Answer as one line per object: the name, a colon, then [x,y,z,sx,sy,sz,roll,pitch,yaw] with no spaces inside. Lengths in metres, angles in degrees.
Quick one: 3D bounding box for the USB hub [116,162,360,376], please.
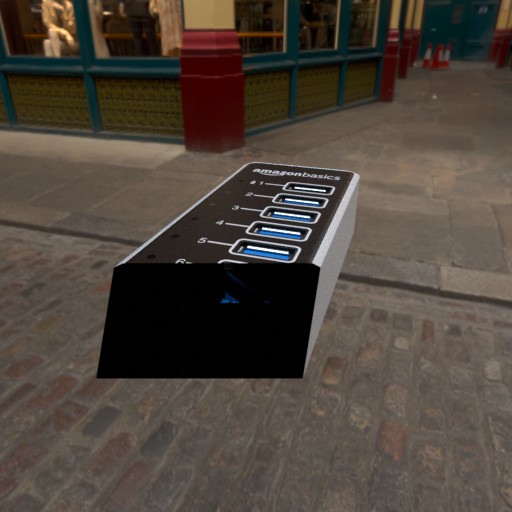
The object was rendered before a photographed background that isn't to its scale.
USB hub: [0.000,0.000,0.128,0.044,0.023,0.110,9,29,17]
